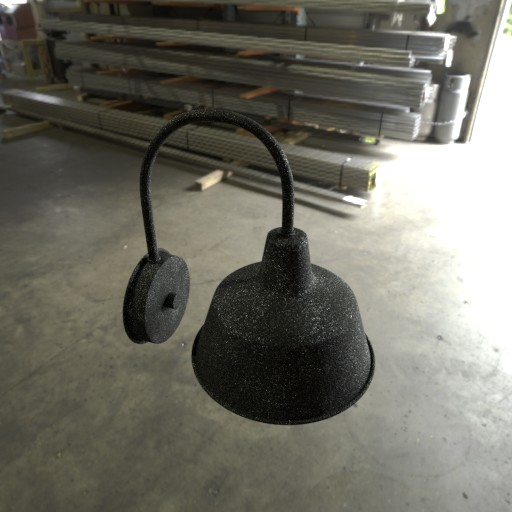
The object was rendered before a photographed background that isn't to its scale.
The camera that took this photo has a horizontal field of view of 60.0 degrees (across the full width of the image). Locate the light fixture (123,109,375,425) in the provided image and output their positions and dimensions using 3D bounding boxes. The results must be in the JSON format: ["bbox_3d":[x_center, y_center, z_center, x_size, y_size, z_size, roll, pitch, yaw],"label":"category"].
[{"bbox_3d":[0.000,0.000,0.475,0.283,0.300,0.216,11,33,17],"label":"light fixture"}]
